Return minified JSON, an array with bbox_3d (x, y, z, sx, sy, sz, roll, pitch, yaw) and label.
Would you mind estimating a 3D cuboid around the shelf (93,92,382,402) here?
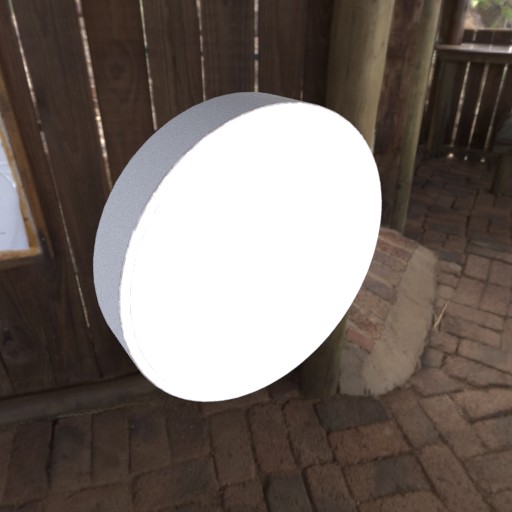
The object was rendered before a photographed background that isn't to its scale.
[{"bbox_3d":[0.000,0.000,1.181,0.806,0.807,0.158,-20,35,-31],"label":"shelf"}]
